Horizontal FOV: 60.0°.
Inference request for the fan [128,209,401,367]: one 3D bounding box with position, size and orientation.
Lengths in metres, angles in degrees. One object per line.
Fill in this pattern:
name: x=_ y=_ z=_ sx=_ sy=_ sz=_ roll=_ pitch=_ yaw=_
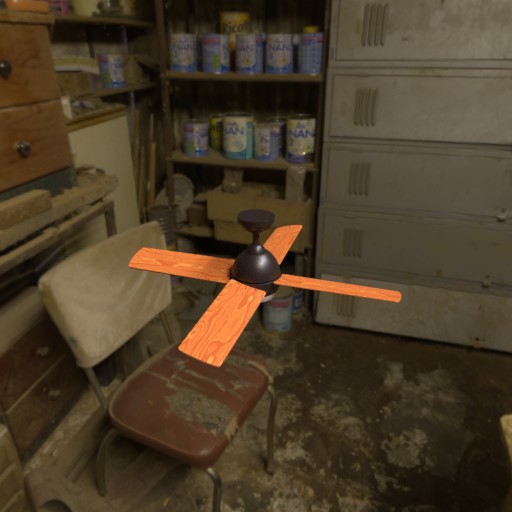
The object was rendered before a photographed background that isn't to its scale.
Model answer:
fan: x=0.000 y=0.000 z=2.076 sx=1.332 sy=0.403 sz=1.332 roll=8 pitch=26 yaw=16
